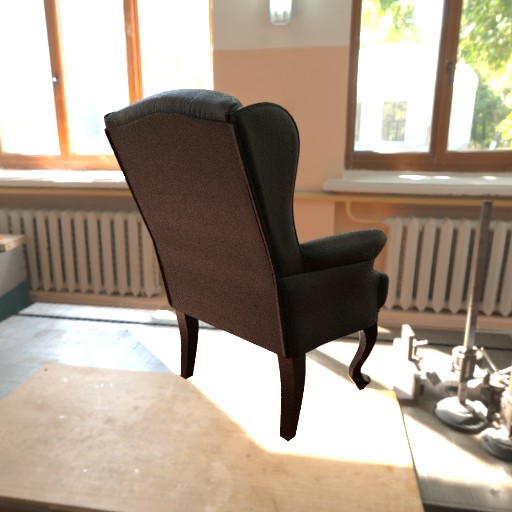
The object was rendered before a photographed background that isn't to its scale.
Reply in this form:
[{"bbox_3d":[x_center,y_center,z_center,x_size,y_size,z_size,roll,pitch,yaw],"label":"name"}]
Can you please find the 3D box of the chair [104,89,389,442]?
[{"bbox_3d":[0.000,0.000,1.668,0.831,1.133,0.822,14,20,43],"label":"chair"}]
